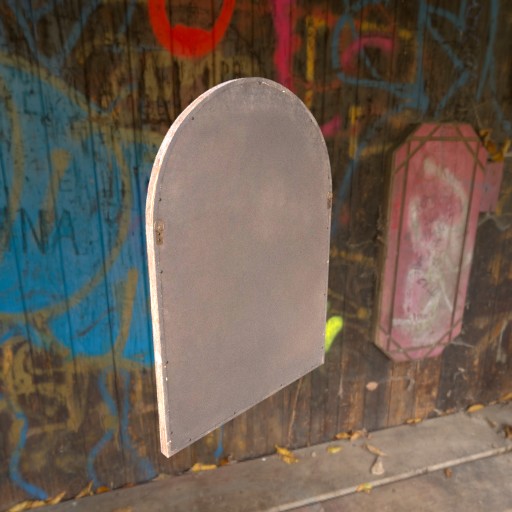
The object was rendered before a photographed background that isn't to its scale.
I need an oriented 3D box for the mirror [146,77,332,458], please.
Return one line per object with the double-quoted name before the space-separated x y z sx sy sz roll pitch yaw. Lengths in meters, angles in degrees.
"mirror" 0.000 0.000 1.226 0.032 0.920 0.660 15 22 42
